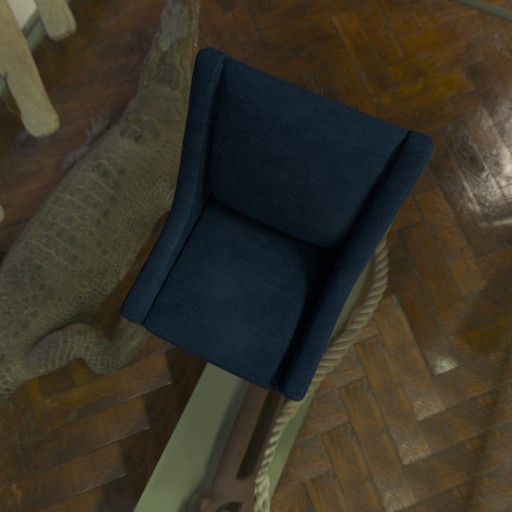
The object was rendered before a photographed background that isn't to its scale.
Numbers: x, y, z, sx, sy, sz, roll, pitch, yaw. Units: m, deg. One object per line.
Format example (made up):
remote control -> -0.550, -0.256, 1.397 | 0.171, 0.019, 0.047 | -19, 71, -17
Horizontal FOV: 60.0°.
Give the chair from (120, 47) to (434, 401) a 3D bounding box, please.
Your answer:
chair -> 0.000, 0.000, 1.688 | 0.774, 1.014, 0.870 | 25, 77, 6
